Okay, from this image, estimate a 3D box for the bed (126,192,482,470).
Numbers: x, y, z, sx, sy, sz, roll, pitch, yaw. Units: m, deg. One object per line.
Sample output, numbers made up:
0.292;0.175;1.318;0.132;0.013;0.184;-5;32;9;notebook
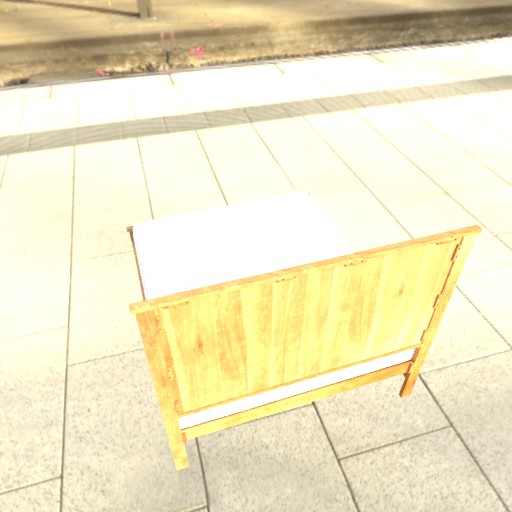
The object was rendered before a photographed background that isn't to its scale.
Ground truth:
0.000;0.000;3.586;1.936;1.686;2.201;-12;42;-14;bed
